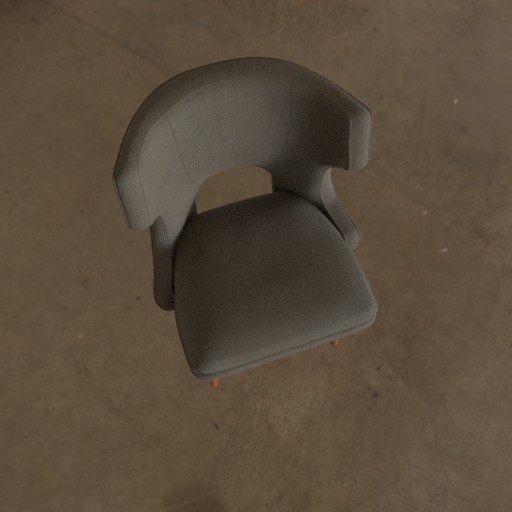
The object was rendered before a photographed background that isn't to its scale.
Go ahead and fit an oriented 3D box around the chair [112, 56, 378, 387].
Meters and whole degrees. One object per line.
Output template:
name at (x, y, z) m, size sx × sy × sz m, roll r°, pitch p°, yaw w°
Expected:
chair at (0.000, 0.000, 1.251) m, size 0.595 × 0.863 × 0.581 m, roll -17°, pitch 65°, yaw -8°
